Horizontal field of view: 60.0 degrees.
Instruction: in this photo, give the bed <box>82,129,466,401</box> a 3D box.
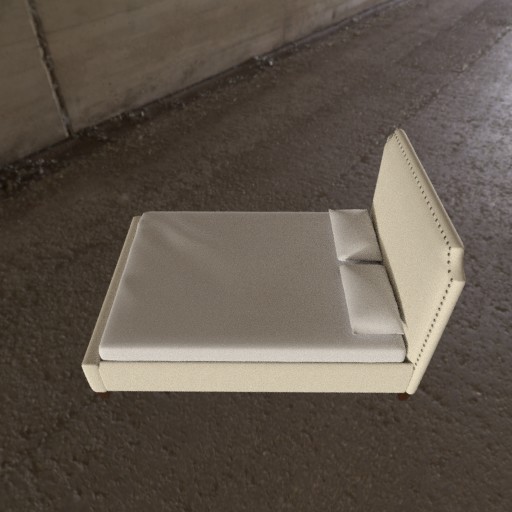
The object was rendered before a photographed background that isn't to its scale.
[{"bbox_3d":[0.000,0.000,3.446,2.372,1.443,1.712,0,42,0],"label":"bed"}]
